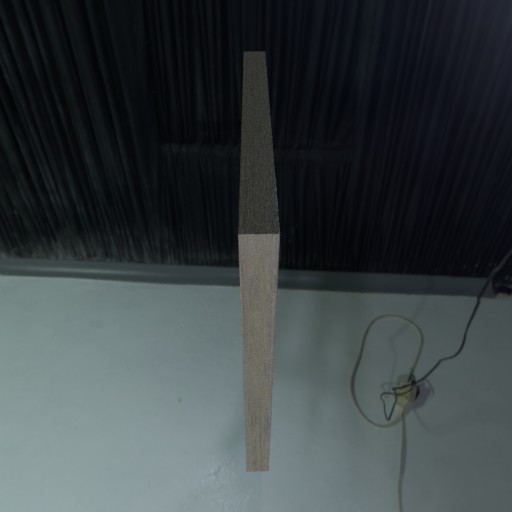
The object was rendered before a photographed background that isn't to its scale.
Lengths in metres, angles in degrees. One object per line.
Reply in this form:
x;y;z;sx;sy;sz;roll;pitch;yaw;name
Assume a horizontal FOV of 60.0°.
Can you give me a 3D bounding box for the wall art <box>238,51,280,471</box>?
0.000;0.000;0.756;0.037;0.507;0.507;0;42;0;wall art
